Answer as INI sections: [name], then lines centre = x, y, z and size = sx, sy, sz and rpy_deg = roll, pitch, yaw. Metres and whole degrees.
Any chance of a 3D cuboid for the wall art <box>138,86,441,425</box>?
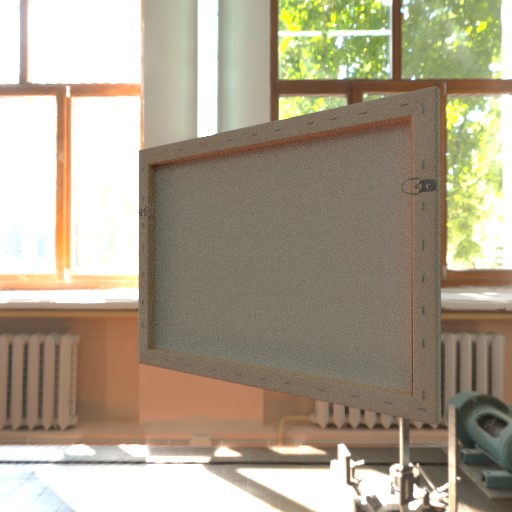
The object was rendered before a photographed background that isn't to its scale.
[wall art]
centre = 0.000, 0.000, 1.556
size = 1.219, 0.912, 0.042
rpy_deg = 0, 0, 36
